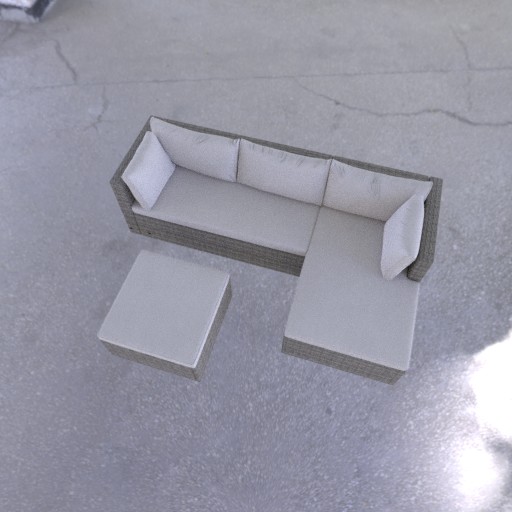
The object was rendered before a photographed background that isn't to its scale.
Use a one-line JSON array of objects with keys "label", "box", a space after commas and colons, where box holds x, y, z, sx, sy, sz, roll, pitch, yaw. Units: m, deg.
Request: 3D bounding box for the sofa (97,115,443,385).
[{"label": "sofa", "box": [0.000, 0.000, 3.013, 2.192, 0.766, 1.662, 15, 60, 9]}]
